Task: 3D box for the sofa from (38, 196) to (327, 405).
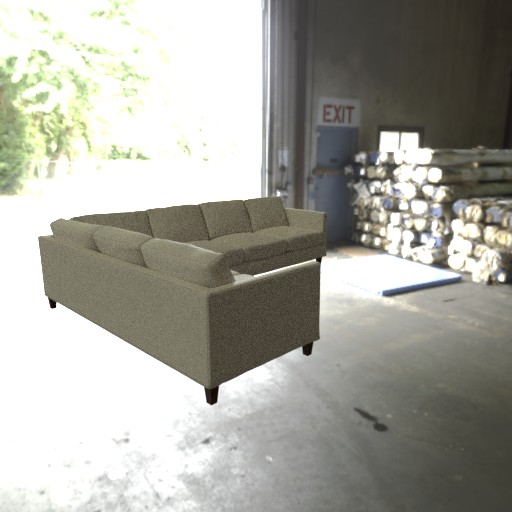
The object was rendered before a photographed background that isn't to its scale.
[{"bbox_3d":[0.000,0.000,4.311,2.432,0.863,3.182,13,18,43],"label":"sofa"}]
